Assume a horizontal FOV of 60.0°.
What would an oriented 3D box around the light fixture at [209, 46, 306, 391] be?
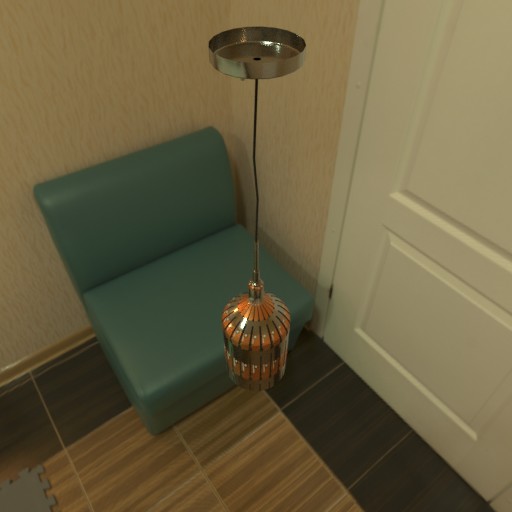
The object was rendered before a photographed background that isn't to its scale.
[{"bbox_3d":[0.000,0.000,1.672,0.303,1.535,0.303,0,45,0],"label":"light fixture"}]
